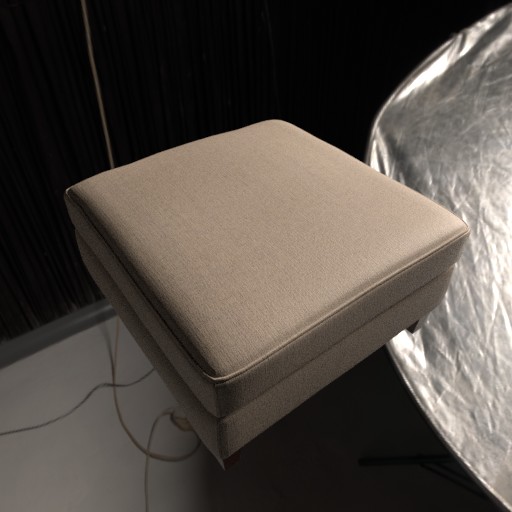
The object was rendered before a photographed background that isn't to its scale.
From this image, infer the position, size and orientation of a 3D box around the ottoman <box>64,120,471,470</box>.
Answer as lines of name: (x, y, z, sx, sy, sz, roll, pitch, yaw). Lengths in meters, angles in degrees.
ottoman: (0.000, 0.000, 1.340, 0.838, 0.481, 0.838, -26, 48, -27)
